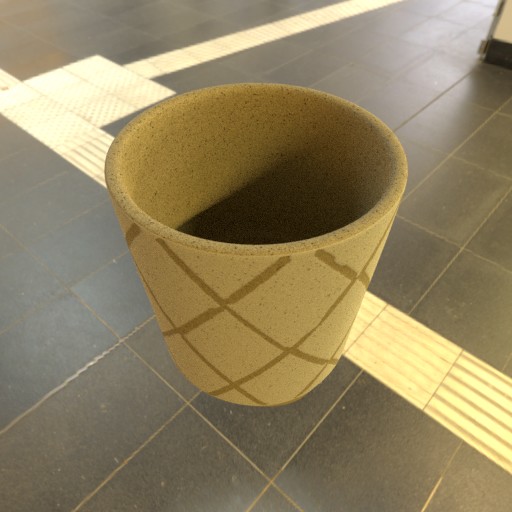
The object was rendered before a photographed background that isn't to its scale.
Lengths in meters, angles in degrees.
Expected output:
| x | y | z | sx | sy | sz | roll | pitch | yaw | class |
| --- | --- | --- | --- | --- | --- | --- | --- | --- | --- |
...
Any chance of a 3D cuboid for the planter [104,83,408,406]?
| x | y | z | sx | sy | sz | roll | pitch | yaw | class |
| --- | --- | --- | --- | --- | --- | --- | --- | --- | --- |
| 0.000 | 0.000 | 0.356 | 0.191 | 0.199 | 0.191 | 0 | 46 | 0 | planter |
